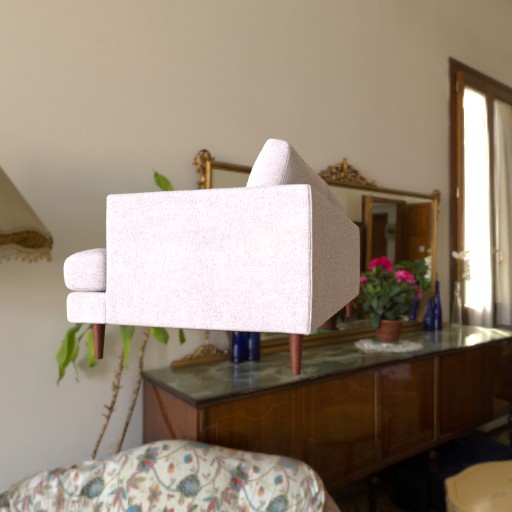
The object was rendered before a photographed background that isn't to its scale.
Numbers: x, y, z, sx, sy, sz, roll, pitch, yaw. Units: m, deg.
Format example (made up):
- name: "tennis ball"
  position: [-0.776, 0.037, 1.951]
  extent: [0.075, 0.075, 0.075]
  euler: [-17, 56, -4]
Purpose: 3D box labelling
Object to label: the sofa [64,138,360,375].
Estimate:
- name: "sofa"
  position: [0.000, 0.000, 2.554]
  extent: [1.020, 0.868, 1.948]
  euler: [0, -1, 18]
